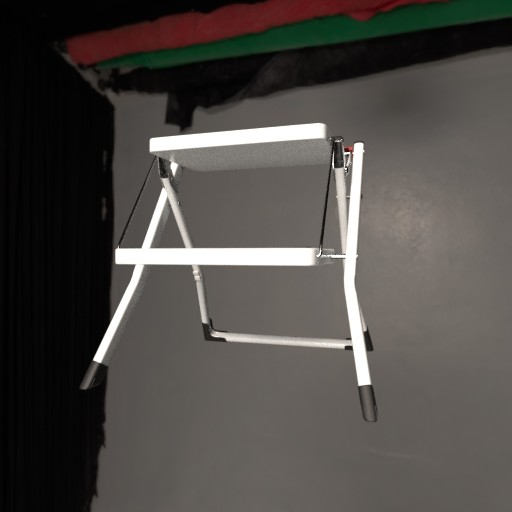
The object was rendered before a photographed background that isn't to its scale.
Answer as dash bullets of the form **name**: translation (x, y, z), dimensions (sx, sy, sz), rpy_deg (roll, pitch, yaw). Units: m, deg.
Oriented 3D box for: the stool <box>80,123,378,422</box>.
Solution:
- **stool**: translation (0.000, 0.000, 0.879), dimensions (0.485, 0.445, 0.490), rpy_deg (0, 0, 18)
